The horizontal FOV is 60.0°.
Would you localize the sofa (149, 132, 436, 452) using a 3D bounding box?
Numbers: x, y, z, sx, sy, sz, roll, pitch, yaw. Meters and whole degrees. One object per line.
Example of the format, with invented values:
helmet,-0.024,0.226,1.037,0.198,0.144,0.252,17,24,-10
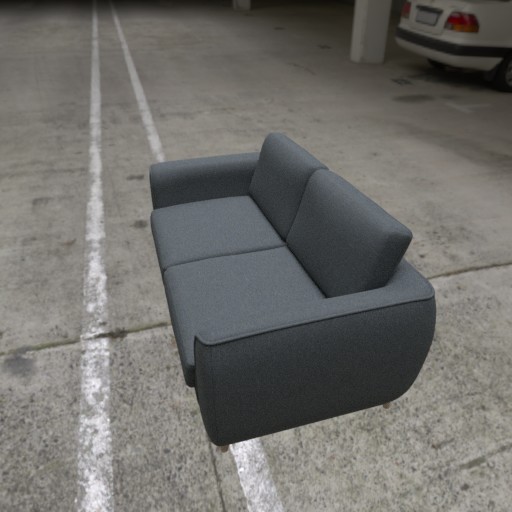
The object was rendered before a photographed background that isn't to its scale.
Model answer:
sofa,0.000,0.000,2.176,0.920,0.850,1.700,-9,32,-15
